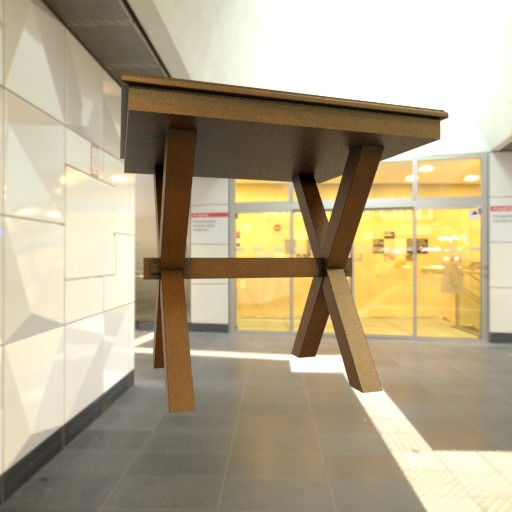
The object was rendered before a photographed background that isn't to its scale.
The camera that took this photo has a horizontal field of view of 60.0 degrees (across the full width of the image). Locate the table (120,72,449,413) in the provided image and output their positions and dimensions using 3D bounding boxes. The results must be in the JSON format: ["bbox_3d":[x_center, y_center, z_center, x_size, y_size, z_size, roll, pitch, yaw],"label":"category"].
[{"bbox_3d":[0.000,0.000,1.030,0.602,0.562,0.560,0,0,-17],"label":"table"}]
